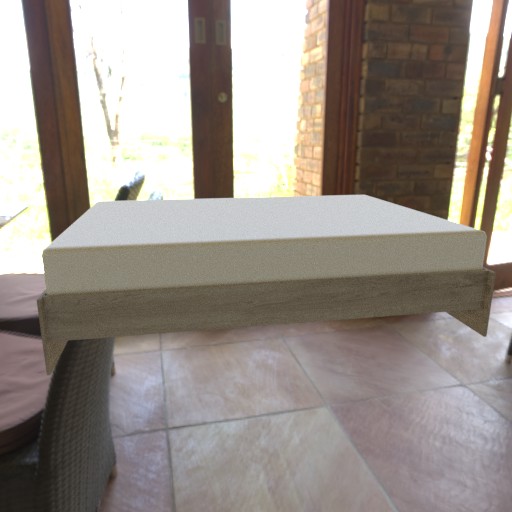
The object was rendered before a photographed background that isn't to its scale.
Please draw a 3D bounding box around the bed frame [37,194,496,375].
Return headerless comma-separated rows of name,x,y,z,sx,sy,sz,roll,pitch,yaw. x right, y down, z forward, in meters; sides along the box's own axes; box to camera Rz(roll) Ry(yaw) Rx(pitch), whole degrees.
bed frame,0.000,0.000,2.542,1.945,0.497,1.445,-3,15,-10
